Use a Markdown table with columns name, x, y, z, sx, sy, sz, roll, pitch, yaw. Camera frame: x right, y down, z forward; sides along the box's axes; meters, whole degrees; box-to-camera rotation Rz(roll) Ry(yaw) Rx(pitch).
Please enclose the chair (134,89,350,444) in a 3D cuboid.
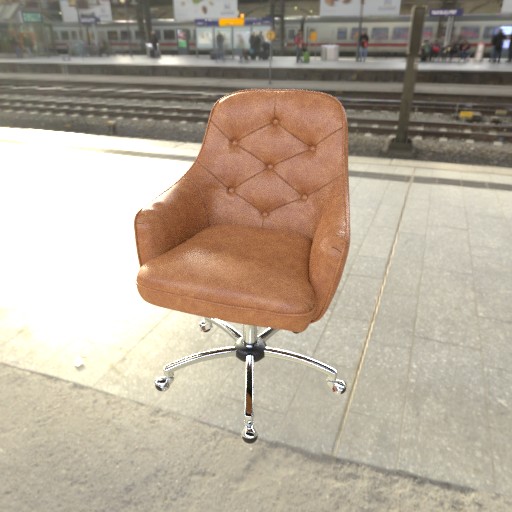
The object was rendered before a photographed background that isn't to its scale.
| name | x | y | z | sx | sy | sz | roll | pitch | yaw |
| --- | --- | --- | --- | --- | --- | --- | --- | --- | --- |
| chair | 0.000 | 0.000 | 1.357 | 0.628 | 0.909 | 0.615 | 9 | 27 | 17 |
